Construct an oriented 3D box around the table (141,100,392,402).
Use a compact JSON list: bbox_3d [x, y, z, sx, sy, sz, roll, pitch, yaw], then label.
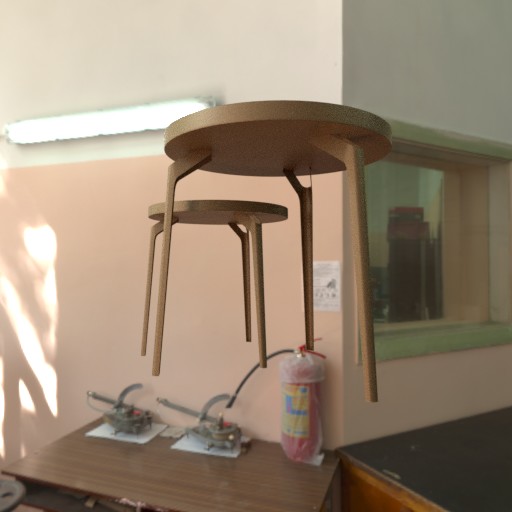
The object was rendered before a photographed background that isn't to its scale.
[{"bbox_3d":[0.000,0.000,1.132,0.532,0.555,0.751,1,-1,-37],"label":"table"}]
